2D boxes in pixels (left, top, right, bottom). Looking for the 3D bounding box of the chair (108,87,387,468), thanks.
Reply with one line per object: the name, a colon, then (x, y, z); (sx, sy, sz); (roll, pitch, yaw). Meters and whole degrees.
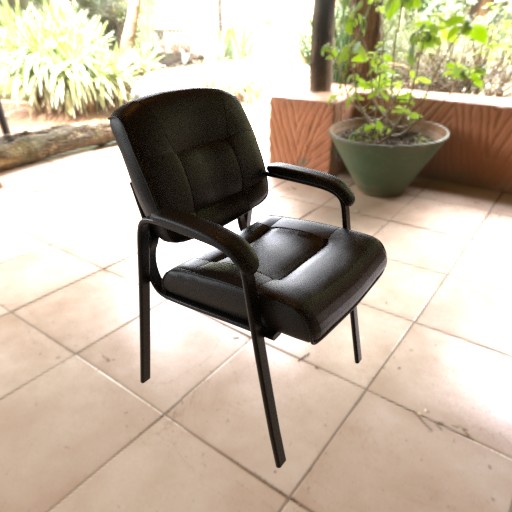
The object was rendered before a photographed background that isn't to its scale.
chair: (0.000, 0.000, 1.331); (0.668, 0.910, 0.591); (18, 32, 31)
